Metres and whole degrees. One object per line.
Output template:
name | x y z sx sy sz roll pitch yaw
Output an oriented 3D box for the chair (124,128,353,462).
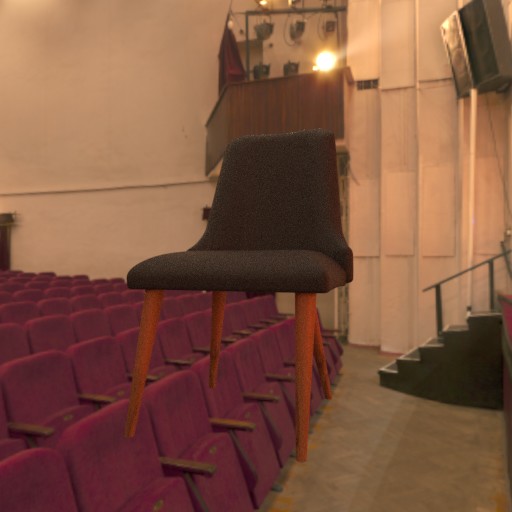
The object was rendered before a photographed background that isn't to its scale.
chair | 0.000 0.000 1.202 0.504 0.820 0.567 0 -1 18
